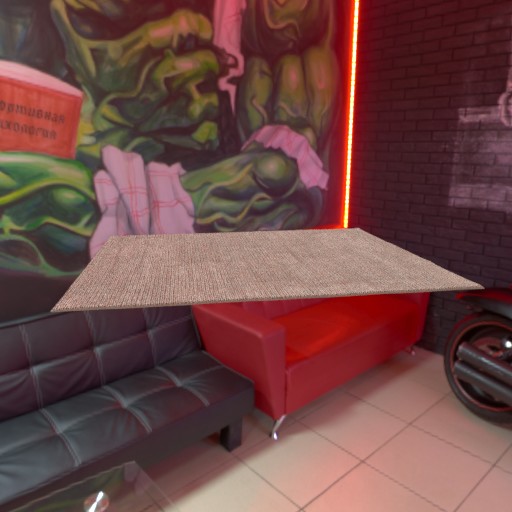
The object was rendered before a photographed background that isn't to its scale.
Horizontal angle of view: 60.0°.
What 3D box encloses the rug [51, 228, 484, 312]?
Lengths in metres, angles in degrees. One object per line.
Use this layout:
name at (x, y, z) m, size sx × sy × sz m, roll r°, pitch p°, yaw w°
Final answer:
rug at (0.000, 0.000, 4.218) m, size 3.052 × 0.030 × 2.429 m, roll -2°, pitch 14°, yaw -9°
